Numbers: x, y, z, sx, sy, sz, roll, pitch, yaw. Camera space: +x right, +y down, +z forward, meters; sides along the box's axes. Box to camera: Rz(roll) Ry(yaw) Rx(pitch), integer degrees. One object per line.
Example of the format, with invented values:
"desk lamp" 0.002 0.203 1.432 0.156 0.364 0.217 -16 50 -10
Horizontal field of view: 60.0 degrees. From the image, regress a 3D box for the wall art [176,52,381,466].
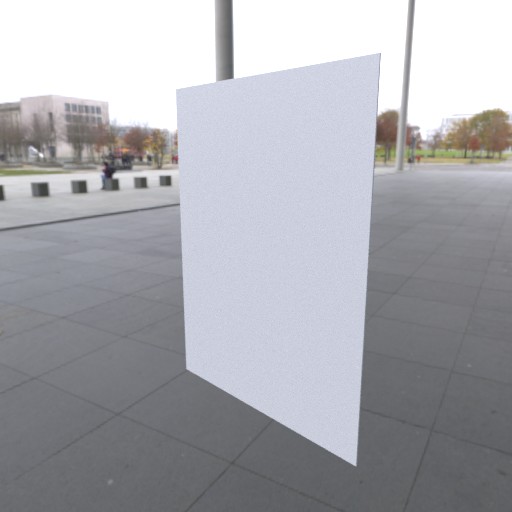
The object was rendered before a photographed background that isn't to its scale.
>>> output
"wall art" 0.000 0.000 0.795 0.003 0.610 0.457 -12 18 -43
